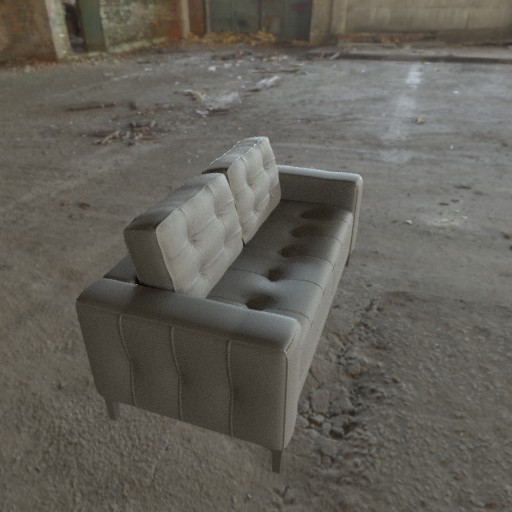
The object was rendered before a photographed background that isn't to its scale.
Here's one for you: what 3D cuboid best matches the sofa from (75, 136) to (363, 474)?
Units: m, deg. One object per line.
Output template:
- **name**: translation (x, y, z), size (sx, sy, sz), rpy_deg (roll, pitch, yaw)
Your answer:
- **sofa**: translation (0.000, 0.000, 2.264), size (0.833, 0.893, 1.726), rpy_deg (10, 32, 17)
